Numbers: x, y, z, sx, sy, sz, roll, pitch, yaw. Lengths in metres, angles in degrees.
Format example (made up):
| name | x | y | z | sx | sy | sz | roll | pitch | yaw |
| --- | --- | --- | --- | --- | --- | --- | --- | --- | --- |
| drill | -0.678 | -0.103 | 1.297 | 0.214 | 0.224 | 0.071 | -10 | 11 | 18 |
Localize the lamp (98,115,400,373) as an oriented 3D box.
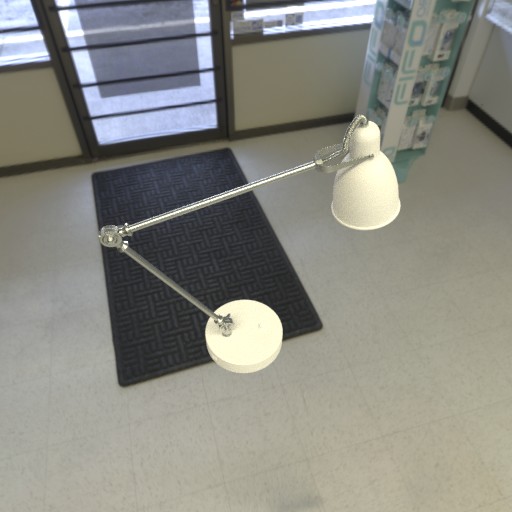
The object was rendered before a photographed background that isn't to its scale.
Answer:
| name | x | y | z | sx | sy | sz | roll | pitch | yaw |
| --- | --- | --- | --- | --- | --- | --- | --- | --- | --- |
| lamp | 0.000 | 0.000 | 0.890 | 0.561 | 0.587 | 0.187 | -10 | 47 | -9 |
